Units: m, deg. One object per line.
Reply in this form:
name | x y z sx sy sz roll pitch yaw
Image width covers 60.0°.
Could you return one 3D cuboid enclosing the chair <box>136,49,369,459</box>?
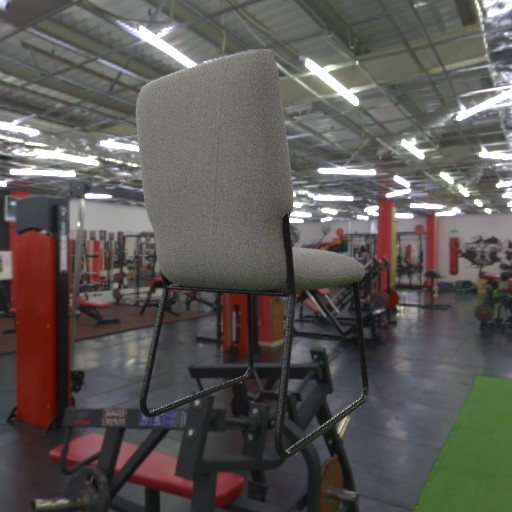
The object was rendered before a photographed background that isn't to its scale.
chair | 0.000 0.000 1.206 0.448 0.864 0.560 0 0 35
